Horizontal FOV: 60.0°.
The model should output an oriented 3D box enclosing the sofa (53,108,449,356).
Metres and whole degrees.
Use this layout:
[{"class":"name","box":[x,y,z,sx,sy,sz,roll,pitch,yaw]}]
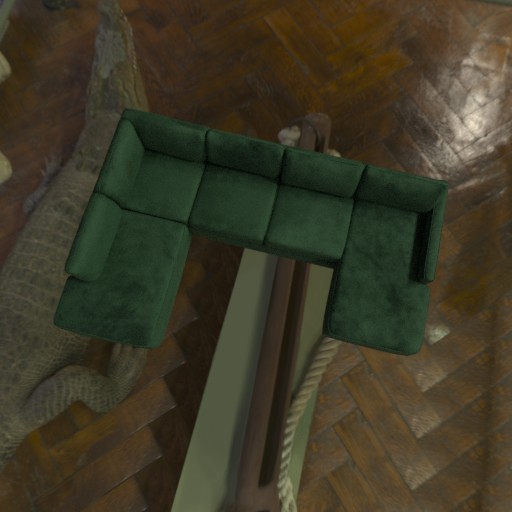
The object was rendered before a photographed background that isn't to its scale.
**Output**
[{"class":"sofa","box":[0.000,0.000,3.826,2.994,0.861,1.992,13,76,3]}]
